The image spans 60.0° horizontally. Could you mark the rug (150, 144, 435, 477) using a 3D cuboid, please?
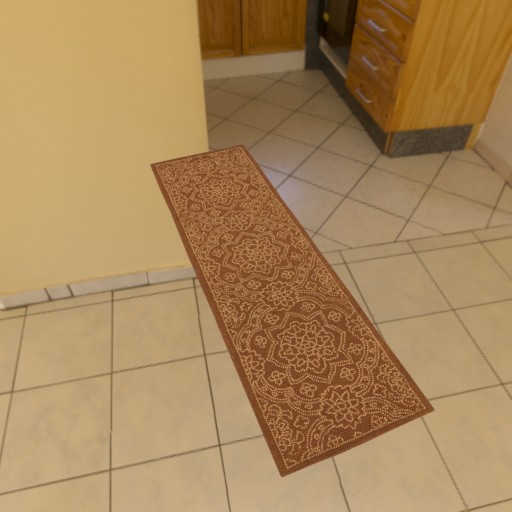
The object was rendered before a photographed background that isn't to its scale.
[{"bbox_3d":[0.000,0.000,2.702,0.769,0.012,2.448,-16,47,-15],"label":"rug"}]
